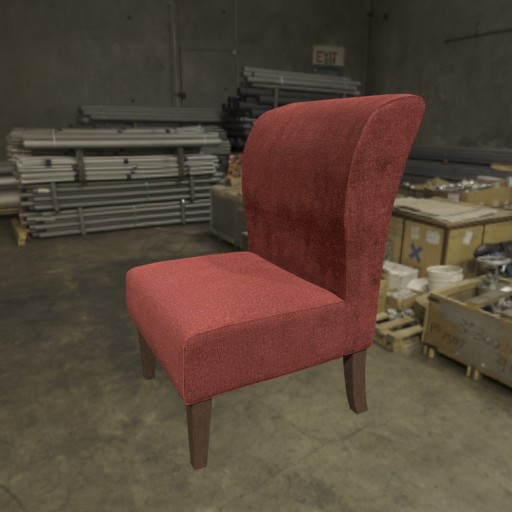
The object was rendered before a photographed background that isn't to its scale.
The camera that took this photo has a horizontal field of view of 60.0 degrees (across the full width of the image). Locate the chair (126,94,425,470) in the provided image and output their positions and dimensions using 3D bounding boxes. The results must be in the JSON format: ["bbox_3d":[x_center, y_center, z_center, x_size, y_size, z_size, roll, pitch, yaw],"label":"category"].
[{"bbox_3d":[0.000,0.000,1.234,0.640,0.846,0.538,-8,18,-27],"label":"chair"}]
